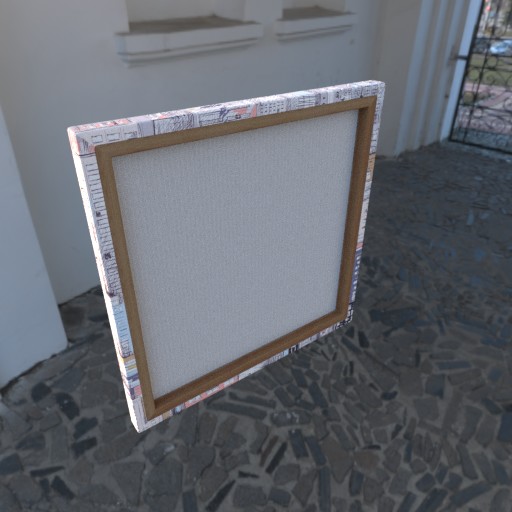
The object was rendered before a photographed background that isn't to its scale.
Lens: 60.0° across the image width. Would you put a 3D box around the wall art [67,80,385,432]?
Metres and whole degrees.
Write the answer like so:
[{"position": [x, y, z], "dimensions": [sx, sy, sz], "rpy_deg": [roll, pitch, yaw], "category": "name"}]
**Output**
[{"position": [0.000, 0.000, 1.125], "dimensions": [0.761, 0.762, 0.048], "rpy_deg": [-20, 37, -30], "category": "wall art"}]
